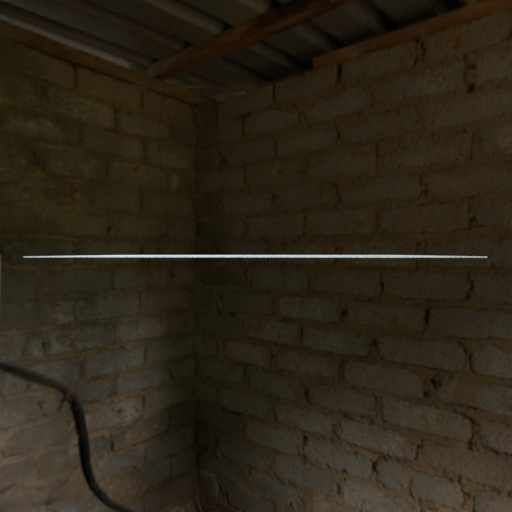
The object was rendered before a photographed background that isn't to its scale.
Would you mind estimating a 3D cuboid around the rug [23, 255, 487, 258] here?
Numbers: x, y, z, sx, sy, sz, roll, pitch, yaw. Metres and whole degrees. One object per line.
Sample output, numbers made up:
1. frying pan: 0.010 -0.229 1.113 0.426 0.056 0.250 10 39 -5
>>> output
1. rug: 0.000 0.000 2.942 2.286 0.006 1.522 0 0 1
